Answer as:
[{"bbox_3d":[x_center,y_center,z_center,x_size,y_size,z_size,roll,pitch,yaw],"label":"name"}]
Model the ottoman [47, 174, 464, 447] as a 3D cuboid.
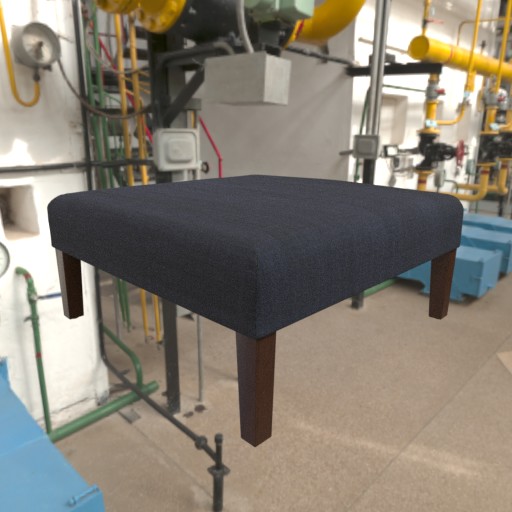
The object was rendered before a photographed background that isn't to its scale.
[{"bbox_3d":[0.000,0.000,1.360,0.889,0.411,0.890,-15,22,-43],"label":"ottoman"}]
